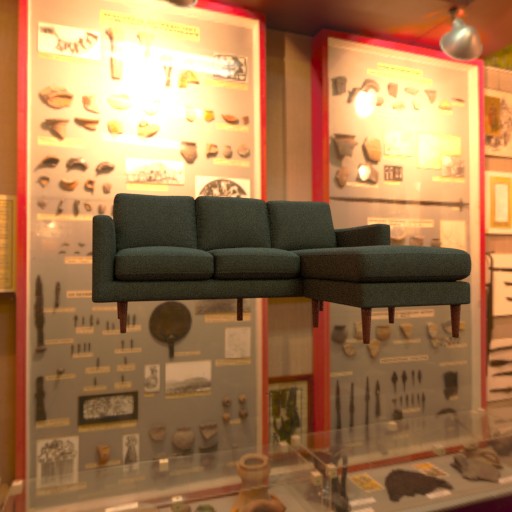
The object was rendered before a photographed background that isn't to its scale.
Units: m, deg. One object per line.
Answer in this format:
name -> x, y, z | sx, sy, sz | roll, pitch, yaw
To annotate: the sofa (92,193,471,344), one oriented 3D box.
sofa -> 0.000, 0.000, 2.960 | 2.055, 0.957, 1.667 | 0, -1, -19
